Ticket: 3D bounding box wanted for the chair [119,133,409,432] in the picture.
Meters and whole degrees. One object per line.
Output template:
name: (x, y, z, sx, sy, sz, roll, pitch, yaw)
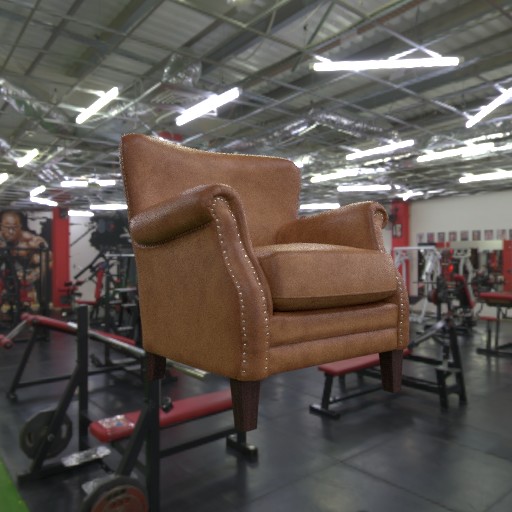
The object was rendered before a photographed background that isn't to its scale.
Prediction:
chair: (0.000, 0.000, 1.659, 0.861, 0.936, 0.921, 0, 0, -37)
